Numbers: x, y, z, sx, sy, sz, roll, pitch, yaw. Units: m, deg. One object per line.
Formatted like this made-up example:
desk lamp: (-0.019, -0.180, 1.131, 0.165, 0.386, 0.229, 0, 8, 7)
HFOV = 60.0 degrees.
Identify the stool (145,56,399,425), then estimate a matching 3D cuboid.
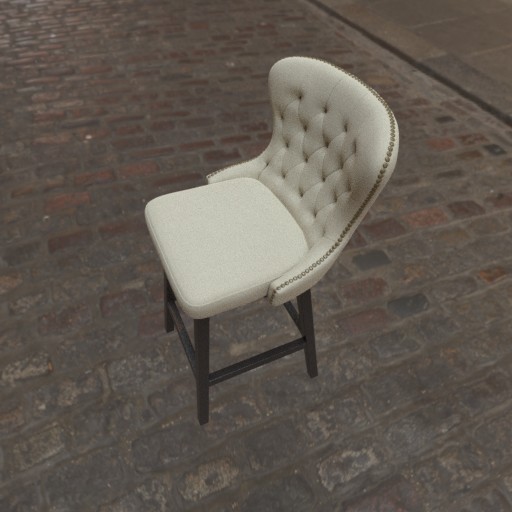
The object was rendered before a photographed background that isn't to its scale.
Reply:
stool: (0.000, 0.000, 1.331, 0.593, 0.971, 0.528, -18, 49, -16)
